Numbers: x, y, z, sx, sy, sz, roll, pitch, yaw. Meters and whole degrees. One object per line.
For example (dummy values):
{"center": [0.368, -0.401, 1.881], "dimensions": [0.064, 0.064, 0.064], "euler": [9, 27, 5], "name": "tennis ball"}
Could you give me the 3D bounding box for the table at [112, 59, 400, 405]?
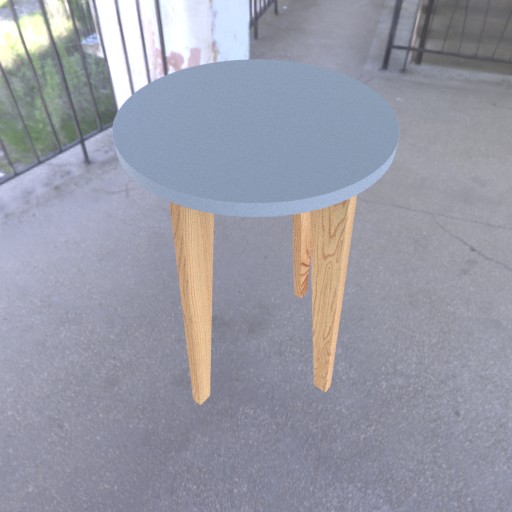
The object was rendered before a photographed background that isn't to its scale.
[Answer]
{"center": [0.000, 0.000, 0.731], "dimensions": [0.350, 0.500, 0.350], "euler": [0, 45, 0], "name": "table"}
